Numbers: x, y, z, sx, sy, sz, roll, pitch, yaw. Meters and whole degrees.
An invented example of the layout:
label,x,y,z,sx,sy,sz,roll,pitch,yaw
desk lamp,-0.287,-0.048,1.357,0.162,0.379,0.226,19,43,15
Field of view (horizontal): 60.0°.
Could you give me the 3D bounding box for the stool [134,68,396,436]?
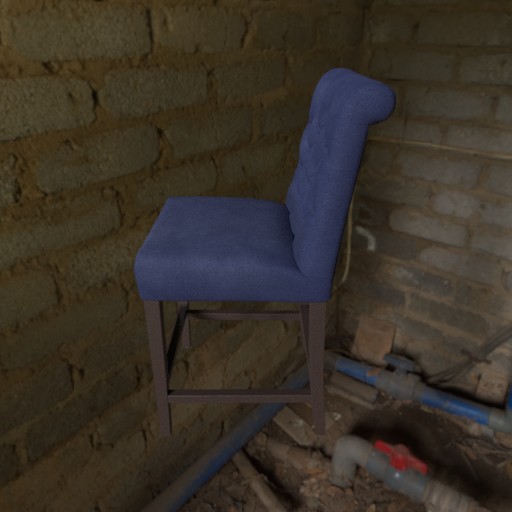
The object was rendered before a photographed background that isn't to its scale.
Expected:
label,x,y,z,sx,sy,sz,roll,pitch,yaw
stool,0.000,0.000,1.321,0.601,1.010,0.493,0,27,0
